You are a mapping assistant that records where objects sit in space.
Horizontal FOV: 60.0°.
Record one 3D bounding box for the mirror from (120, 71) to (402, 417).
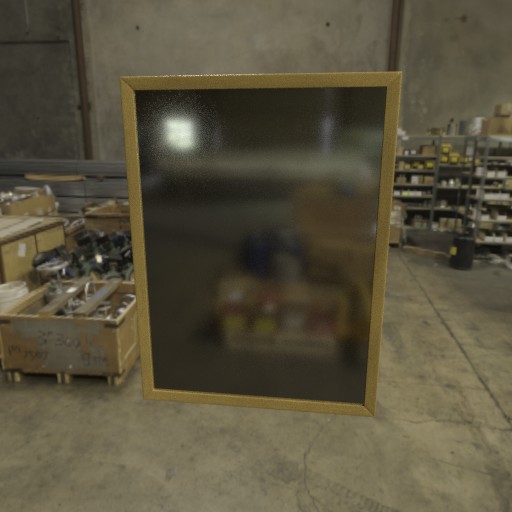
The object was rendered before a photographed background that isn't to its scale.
[{"bbox_3d":[0.000,0.000,1.335,0.762,1.016,0.040,2,15,7],"label":"mirror"}]
